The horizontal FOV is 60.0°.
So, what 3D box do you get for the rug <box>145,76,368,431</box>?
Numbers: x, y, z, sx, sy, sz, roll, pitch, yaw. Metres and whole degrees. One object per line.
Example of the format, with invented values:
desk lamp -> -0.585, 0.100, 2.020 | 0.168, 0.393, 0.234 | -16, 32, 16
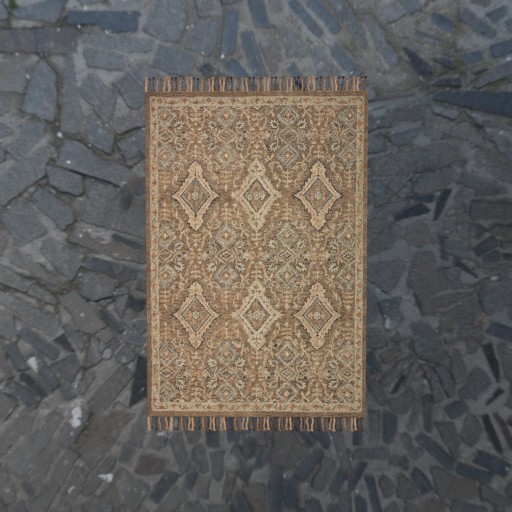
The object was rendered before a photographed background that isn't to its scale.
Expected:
rug -> 0.000, 0.000, 3.046 | 1.516, 0.010, 2.434 | 0, 92, 1
